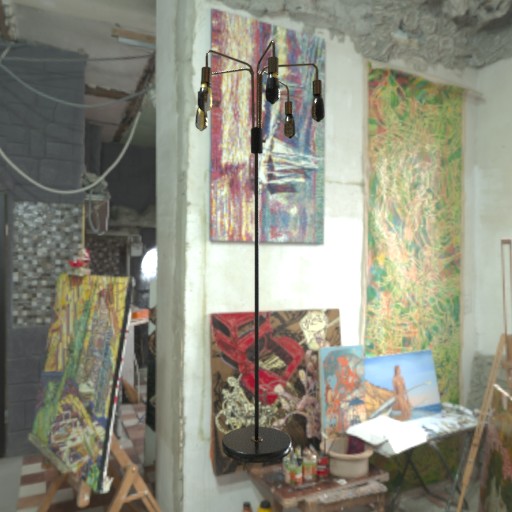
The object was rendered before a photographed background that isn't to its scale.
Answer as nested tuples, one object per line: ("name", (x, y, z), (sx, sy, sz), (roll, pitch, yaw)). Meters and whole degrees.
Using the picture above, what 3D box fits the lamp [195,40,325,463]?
("lamp", (0.000, 0.000, 2.009), (0.572, 1.721, 0.599), (0, -1, 35))
